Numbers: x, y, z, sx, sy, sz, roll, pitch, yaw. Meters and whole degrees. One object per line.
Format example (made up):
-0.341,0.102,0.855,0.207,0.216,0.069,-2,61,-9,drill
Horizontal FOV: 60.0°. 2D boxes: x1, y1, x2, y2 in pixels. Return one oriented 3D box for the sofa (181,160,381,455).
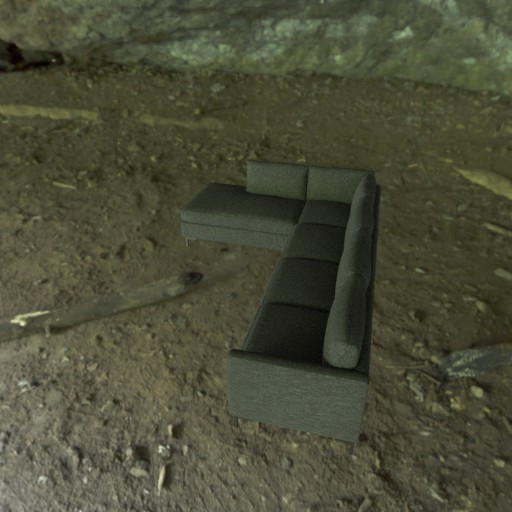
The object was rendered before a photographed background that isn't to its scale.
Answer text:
0.000,0.000,3.848,2.007,0.815,2.949,8,32,13,sofa
